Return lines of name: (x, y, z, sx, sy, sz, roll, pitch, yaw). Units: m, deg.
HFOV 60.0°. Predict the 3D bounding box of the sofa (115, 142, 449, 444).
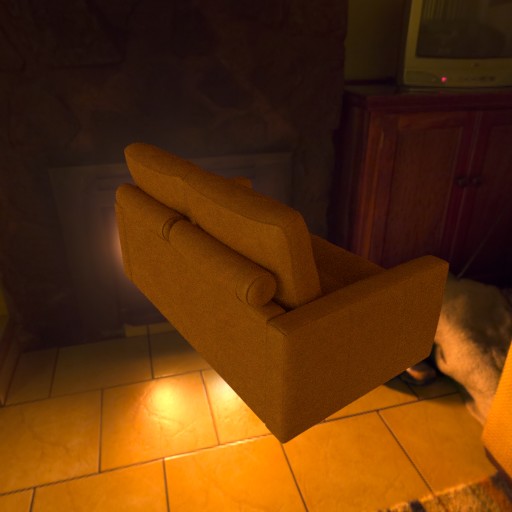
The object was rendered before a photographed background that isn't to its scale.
sofa: (0.000, 0.000, 2.019, 0.868, 0.898, 1.430, -18, 31, -31)
